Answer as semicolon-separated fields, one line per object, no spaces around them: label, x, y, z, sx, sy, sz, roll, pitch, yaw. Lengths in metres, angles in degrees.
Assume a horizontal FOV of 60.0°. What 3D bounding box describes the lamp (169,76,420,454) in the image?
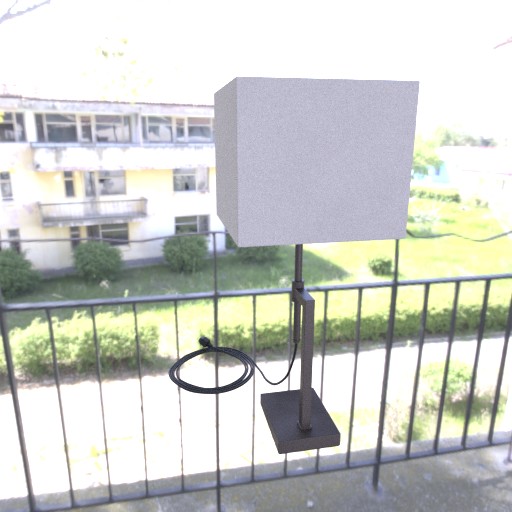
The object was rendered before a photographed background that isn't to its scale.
lamp;0.000;0.000;0.950;0.399;0.660;0.504;-3;16;-11
